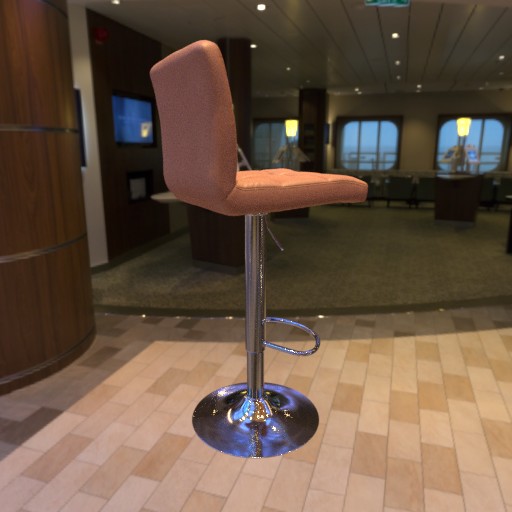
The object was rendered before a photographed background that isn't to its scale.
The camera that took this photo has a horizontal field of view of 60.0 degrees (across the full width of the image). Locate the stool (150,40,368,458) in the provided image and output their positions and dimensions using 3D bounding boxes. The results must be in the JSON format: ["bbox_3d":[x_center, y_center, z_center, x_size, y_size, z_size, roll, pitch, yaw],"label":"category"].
[{"bbox_3d":[0.000,0.000,1.360,0.505,1.115,0.430,-7,16,-27],"label":"stool"}]
